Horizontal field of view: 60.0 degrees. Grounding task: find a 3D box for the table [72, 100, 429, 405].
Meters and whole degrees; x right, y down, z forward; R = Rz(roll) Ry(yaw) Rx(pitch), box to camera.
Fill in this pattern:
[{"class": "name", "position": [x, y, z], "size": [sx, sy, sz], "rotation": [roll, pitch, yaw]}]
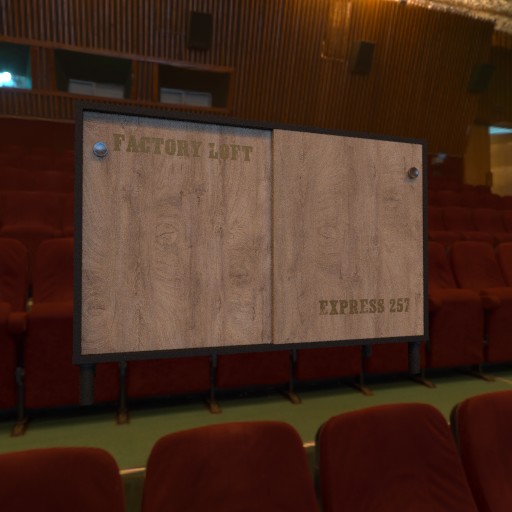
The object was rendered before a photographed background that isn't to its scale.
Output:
[{"class": "table", "position": [0.000, 0.000, 1.601], "size": [1.200, 0.855, 0.400], "rotation": [0, -1, -19]}]
